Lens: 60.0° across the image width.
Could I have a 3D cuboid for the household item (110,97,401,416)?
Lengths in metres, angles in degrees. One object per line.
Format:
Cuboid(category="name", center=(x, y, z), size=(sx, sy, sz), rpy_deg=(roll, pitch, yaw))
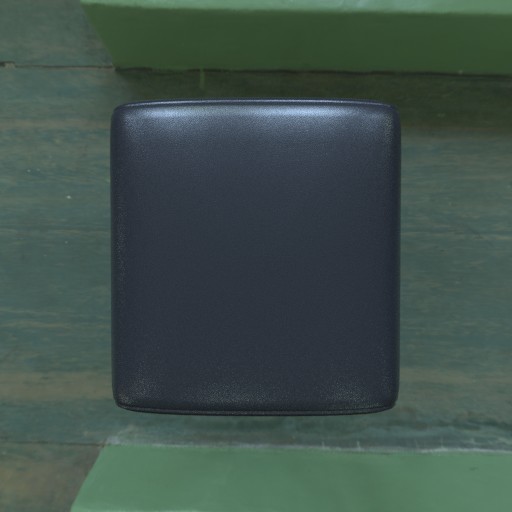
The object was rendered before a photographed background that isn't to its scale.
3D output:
Cuboid(category="household item", center=(0.000, 0.000, 0.884), size=(0.530, 0.410, 0.530), rpy_deg=(0, 91, 1))
